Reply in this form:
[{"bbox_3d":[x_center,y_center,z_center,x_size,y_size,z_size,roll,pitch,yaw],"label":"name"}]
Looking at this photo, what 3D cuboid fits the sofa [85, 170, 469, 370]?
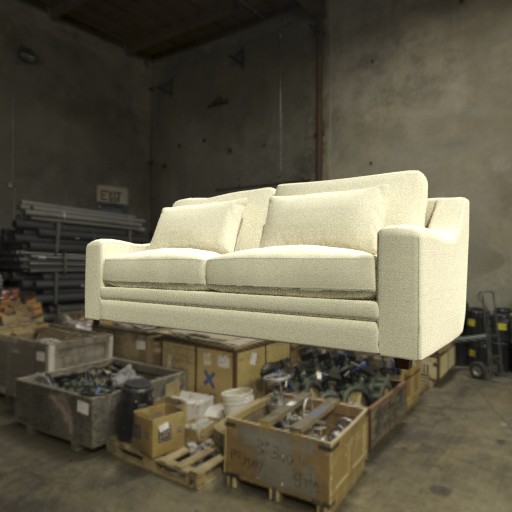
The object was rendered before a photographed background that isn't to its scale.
[{"bbox_3d":[0.000,0.000,2.990,2.470,1.022,1.009,0,-1,36],"label":"sofa"}]
